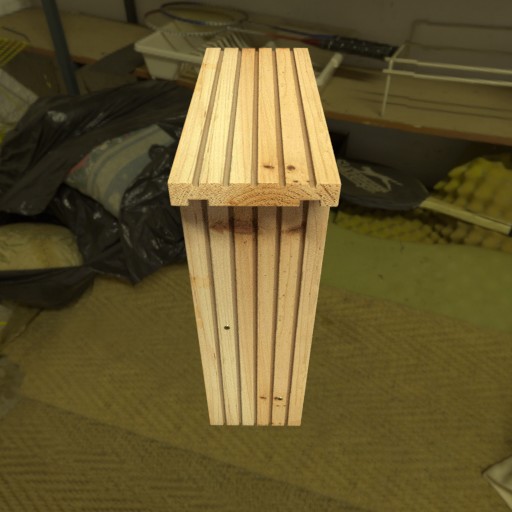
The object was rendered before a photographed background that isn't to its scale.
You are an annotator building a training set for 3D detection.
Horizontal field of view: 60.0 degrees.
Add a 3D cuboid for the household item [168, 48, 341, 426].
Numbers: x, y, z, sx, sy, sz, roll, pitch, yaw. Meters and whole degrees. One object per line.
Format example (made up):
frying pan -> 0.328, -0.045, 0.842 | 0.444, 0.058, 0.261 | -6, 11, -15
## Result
household item -> 0.000, 0.000, 0.560 | 0.123, 0.407, 0.301 | 0, 42, 0
